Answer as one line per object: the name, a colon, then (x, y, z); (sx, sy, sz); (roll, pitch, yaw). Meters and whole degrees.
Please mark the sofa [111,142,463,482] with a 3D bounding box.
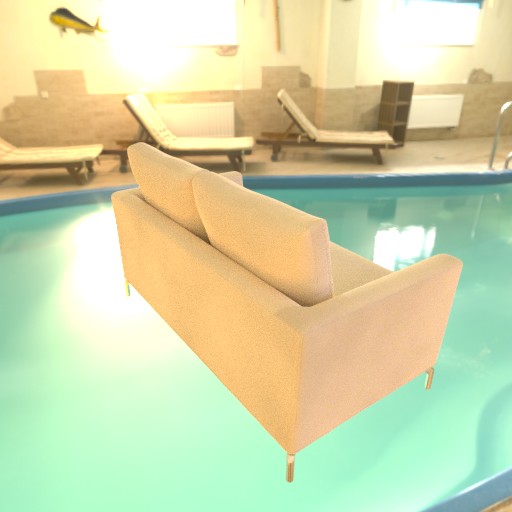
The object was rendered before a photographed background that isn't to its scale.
sofa: (0.000, 0.000, 2.315); (0.906, 0.995, 1.739); (-17, 31, -32)
